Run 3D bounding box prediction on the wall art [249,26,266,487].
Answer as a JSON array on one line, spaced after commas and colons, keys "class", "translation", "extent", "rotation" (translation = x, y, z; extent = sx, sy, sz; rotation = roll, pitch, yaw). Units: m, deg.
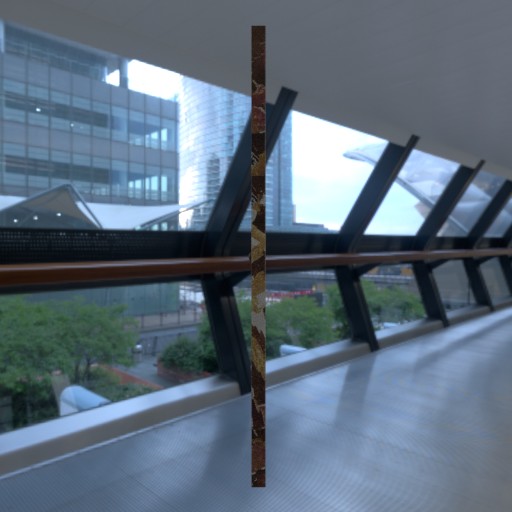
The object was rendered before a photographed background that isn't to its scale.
[{"class": "wall art", "translation": [0.000, 0.000, 1.109], "extent": [0.028, 0.762, 0.757], "rotation": [0, 0, 0]}]
